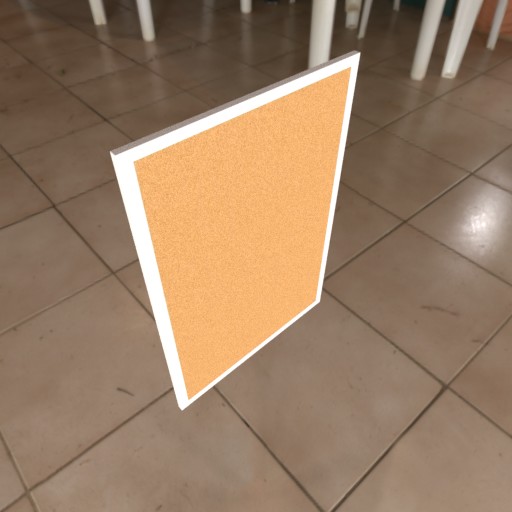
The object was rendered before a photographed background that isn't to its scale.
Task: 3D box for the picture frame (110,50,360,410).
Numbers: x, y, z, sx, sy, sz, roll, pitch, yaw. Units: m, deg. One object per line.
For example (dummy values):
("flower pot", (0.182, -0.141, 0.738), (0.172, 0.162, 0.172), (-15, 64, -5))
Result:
("picture frame", (0.000, 0.000, 0.863), (0.457, 0.657, 0.013), (-33, 54, -28))
